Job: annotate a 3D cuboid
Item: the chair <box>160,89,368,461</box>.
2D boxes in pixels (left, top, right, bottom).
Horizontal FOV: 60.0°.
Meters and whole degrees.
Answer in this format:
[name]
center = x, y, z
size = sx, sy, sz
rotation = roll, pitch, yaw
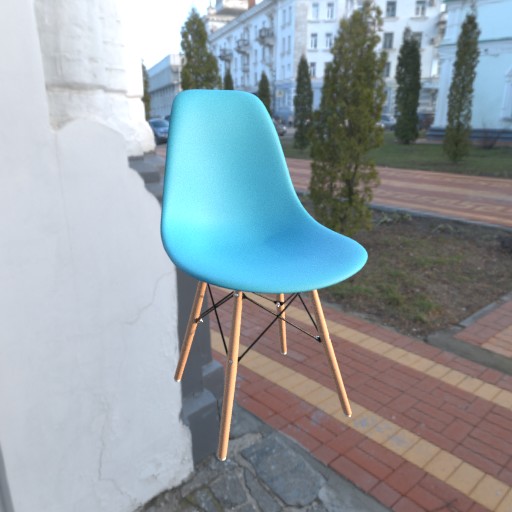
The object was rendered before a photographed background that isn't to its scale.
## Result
[chair]
center = 0.000, 0.000, 1.138
size = 0.470, 0.826, 0.531
rotation = -8, 19, -24
